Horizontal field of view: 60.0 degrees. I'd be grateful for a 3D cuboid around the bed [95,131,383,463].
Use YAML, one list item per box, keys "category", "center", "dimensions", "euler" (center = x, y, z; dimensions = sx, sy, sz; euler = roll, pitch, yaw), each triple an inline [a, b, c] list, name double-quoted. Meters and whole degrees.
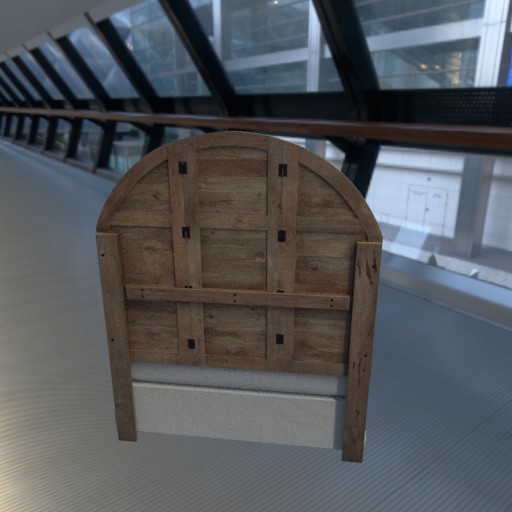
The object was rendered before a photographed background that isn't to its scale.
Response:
- category: "bed"
  center: [0.000, 0.000, 3.575]
  dimensions: [1.713, 2.002, 2.112]
  euler: [2, 18, 7]
